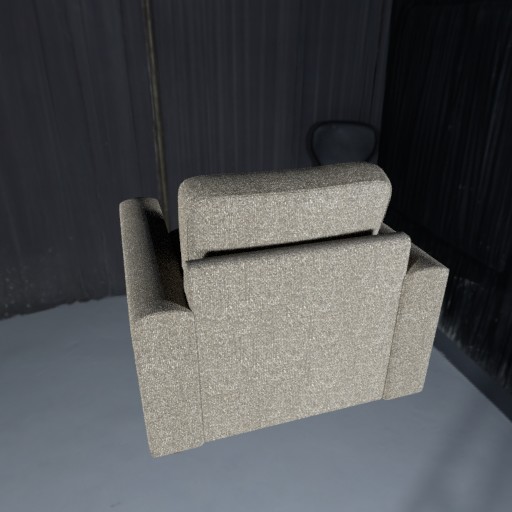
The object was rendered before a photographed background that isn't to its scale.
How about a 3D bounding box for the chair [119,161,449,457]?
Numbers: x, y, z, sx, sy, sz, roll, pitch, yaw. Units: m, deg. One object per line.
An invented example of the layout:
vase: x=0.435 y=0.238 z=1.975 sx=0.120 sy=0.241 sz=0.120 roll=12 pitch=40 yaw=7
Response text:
chair: x=0.000 y=0.000 z=1.775 sx=1.005 sy=0.873 sz=1.016 roll=-8 pitch=28 yaw=-15
